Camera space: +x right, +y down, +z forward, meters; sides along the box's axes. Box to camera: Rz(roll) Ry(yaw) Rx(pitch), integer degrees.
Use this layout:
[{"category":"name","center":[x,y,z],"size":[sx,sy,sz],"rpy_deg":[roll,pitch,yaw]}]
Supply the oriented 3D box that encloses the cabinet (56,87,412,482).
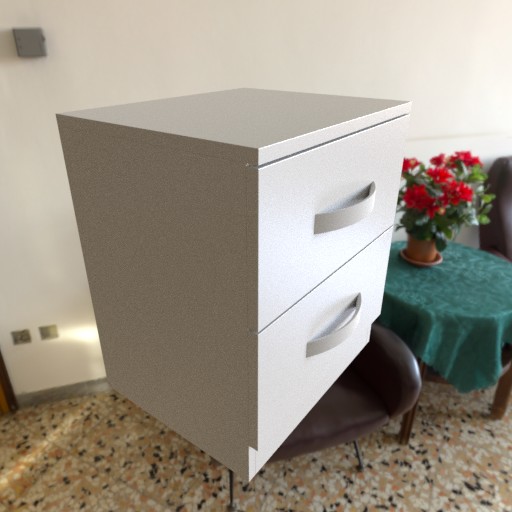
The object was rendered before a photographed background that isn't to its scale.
[{"category":"cabinet","center":[0.000,0.000,0.734],"size":[0.360,0.470,0.400],"rpy_deg":[19,32,33]}]
